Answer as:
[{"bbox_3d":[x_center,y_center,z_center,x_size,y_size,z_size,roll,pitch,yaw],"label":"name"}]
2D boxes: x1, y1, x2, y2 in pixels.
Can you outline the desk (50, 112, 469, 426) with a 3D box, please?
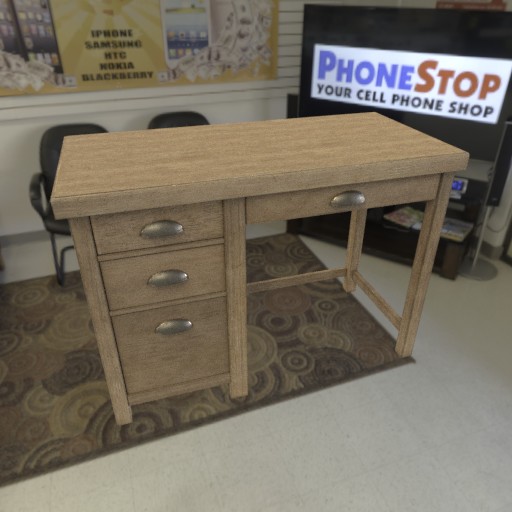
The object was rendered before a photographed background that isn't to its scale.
[{"bbox_3d":[0.000,0.000,1.778,1.289,0.912,0.610,-9,32,-15],"label":"desk"}]
